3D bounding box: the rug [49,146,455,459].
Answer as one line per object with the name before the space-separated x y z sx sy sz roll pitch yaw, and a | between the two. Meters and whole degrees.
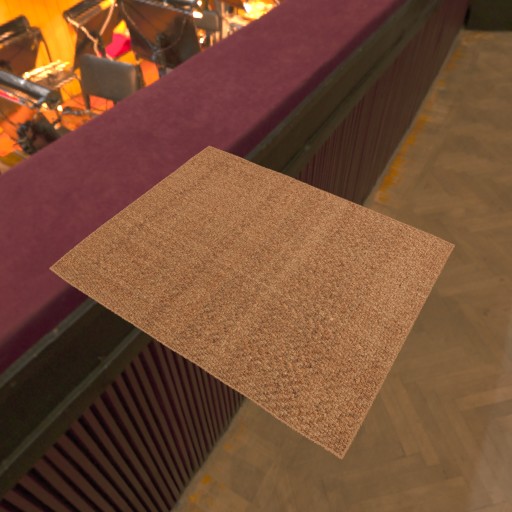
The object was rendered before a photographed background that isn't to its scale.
rug | 0.000 0.000 4.206 3.048 0.013 2.439 27 53 22
